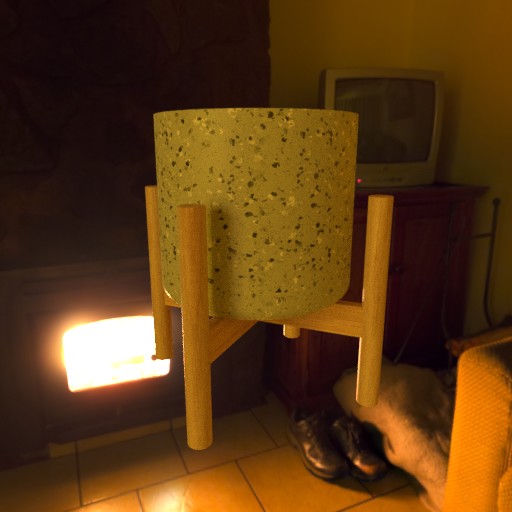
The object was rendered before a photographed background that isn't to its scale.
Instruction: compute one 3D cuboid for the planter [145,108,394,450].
[{"bbox_3d":[0.000,0.000,0.530,0.284,0.320,0.284,-13,19,-42],"label":"planter"}]
